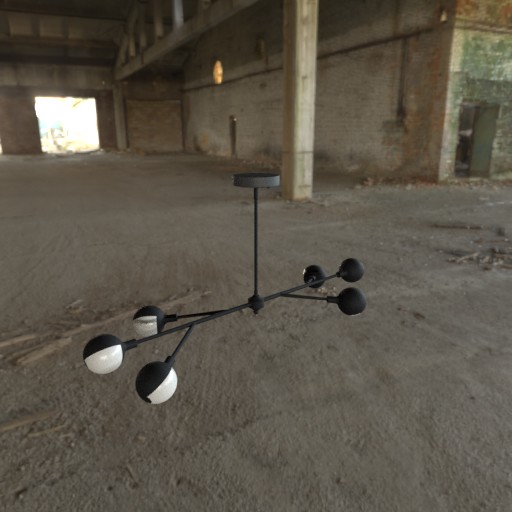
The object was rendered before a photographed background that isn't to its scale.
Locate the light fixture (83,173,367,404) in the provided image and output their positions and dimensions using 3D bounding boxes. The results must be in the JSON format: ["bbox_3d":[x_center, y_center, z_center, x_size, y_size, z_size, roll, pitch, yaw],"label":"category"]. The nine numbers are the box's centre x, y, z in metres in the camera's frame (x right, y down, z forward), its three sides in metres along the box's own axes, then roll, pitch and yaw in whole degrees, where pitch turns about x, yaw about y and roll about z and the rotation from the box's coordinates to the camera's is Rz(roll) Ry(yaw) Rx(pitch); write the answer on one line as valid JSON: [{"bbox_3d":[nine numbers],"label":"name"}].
[{"bbox_3d":[0.000,0.000,1.003,0.778,0.362,0.434,-8,18,-25],"label":"light fixture"}]
